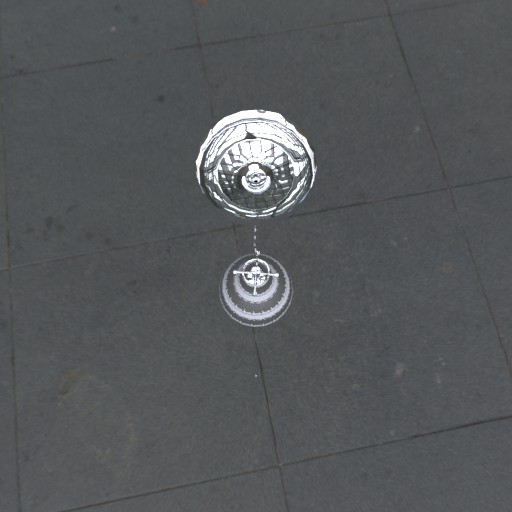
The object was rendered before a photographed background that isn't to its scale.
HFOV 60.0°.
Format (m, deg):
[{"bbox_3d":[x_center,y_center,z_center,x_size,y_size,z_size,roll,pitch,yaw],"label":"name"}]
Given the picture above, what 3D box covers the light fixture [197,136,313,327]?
[{"bbox_3d":[0.000,0.000,1.612,0.374,1.457,0.374,4,75,1],"label":"light fixture"}]
